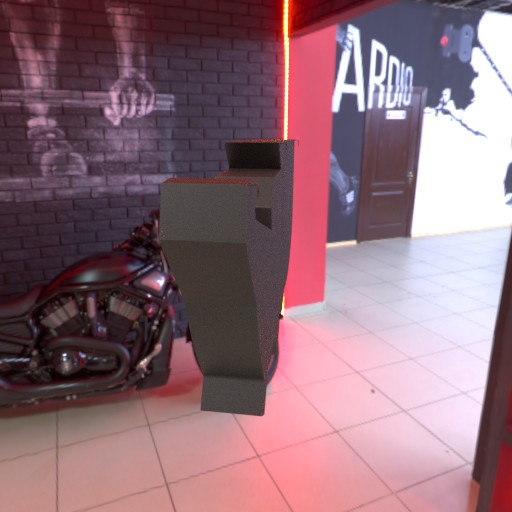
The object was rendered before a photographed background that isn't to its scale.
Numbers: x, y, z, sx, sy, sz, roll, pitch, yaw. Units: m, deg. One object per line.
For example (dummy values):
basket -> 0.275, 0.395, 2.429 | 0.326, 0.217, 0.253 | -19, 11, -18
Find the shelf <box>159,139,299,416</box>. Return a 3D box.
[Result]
shelf -> 0.000, 0.000, 0.882 | 0.112, 0.439, 0.729 | 2, 16, 9
